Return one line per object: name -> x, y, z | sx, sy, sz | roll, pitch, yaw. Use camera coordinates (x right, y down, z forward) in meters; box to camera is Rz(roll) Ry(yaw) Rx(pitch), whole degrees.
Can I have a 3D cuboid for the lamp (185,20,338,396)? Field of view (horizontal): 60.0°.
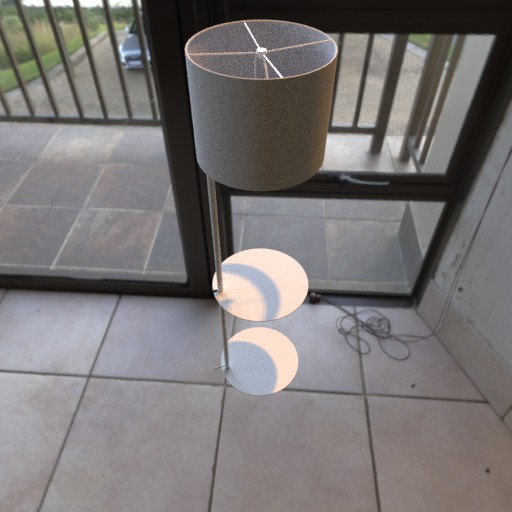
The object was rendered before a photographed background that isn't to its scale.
lamp -> 0.000, 0.000, 1.605 | 0.405, 1.465, 0.372 | -10, 47, -10
